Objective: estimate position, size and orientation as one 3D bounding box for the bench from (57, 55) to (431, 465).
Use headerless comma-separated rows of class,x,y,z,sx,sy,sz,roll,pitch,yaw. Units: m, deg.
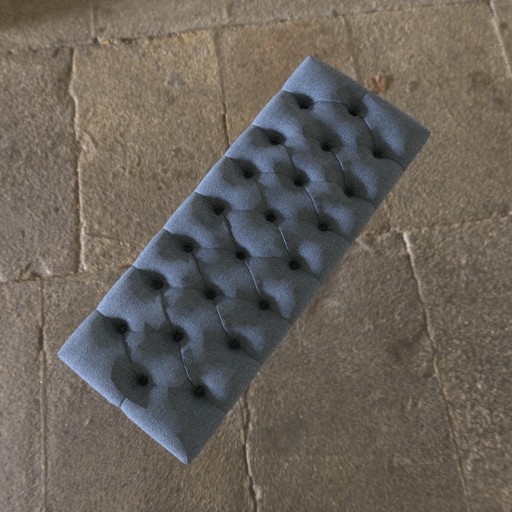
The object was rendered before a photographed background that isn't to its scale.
bench,0.000,0.000,1.329,0.417,0.492,1.052,36,79,8
